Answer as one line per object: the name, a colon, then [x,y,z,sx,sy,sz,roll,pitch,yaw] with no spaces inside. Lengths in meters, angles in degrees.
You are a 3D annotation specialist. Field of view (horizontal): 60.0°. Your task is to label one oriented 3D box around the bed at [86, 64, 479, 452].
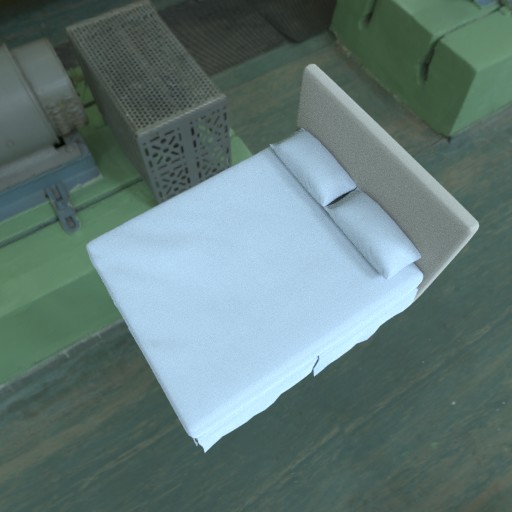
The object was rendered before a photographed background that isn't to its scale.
bed: [0.000,0.000,3.262,2.142,1.330,1.748,-31,67,-14]
